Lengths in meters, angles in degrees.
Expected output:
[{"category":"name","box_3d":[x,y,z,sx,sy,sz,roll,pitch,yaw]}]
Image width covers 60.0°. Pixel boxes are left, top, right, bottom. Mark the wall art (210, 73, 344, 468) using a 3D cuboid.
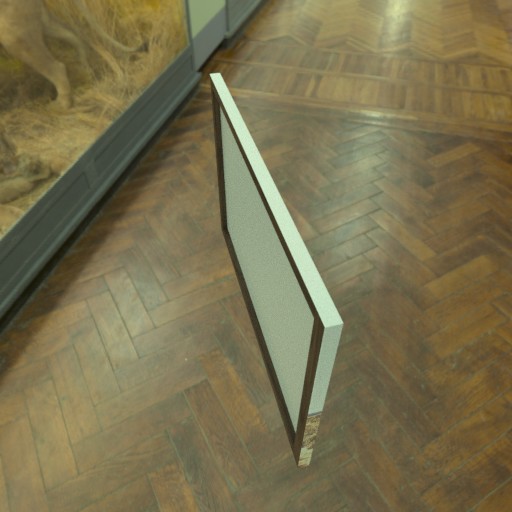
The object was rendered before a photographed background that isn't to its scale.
[{"category":"wall art","box_3d":[0.000,0.000,1.993,0.051,1.016,1.520,-11,47,-10]}]
